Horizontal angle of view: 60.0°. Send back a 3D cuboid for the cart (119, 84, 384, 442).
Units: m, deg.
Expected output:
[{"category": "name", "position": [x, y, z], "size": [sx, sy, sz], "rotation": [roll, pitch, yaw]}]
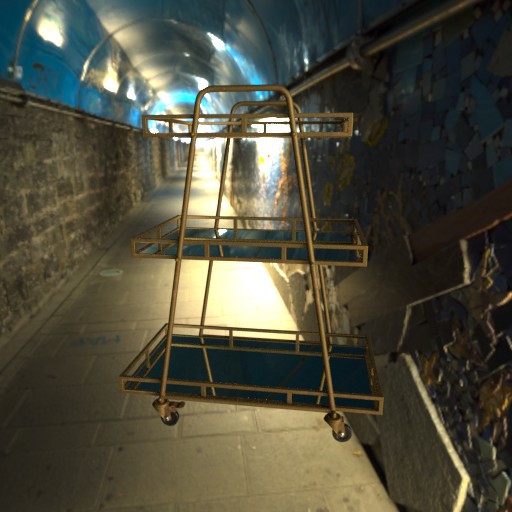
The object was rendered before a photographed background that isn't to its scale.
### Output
[{"category": "cart", "position": [0.000, 0.000, 1.281], "size": [0.711, 0.883, 0.441], "rotation": [2, 14, 8]}]
